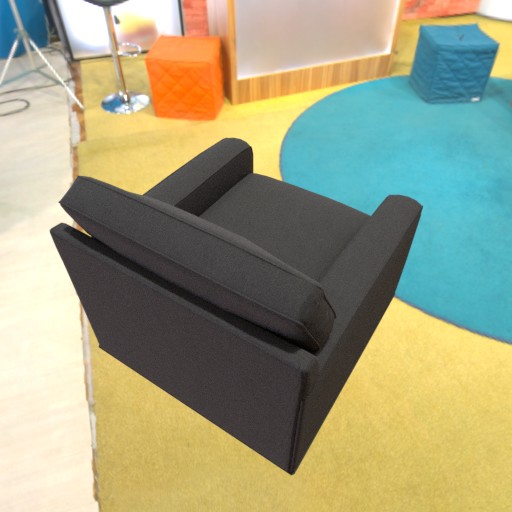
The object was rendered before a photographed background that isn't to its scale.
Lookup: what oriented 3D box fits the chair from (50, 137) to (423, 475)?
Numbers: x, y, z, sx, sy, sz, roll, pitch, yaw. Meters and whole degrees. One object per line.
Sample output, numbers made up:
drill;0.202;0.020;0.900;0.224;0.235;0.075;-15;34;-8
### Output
chair;0.000;0.000;1.797;0.997;0.913;1.043;25;50;23
